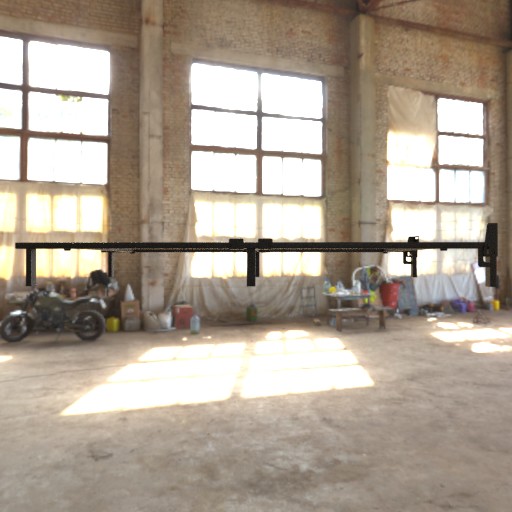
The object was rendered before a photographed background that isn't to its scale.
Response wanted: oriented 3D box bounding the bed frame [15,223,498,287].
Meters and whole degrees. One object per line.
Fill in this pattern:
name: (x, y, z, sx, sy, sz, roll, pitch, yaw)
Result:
bed frame: (0.000, 0.000, 2.218, 1.897, 0.248, 0.968, 0, 0, 1)
